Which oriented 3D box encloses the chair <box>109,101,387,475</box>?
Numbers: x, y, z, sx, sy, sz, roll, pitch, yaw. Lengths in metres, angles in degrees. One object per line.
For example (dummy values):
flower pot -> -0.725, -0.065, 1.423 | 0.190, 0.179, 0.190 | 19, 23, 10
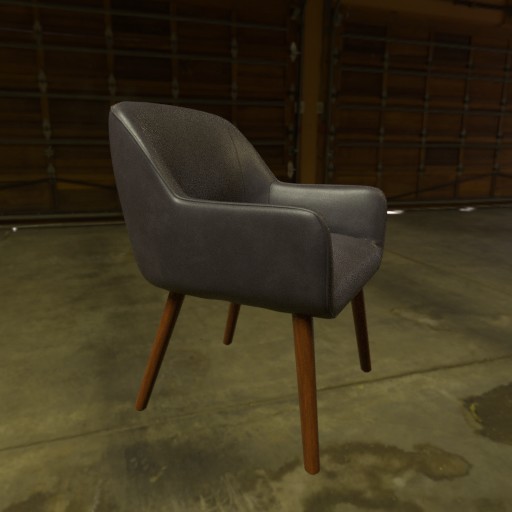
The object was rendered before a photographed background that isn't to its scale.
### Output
chair -> 0.000, 0.000, 1.249 | 0.610, 0.828, 0.610 | 7, 15, 26
